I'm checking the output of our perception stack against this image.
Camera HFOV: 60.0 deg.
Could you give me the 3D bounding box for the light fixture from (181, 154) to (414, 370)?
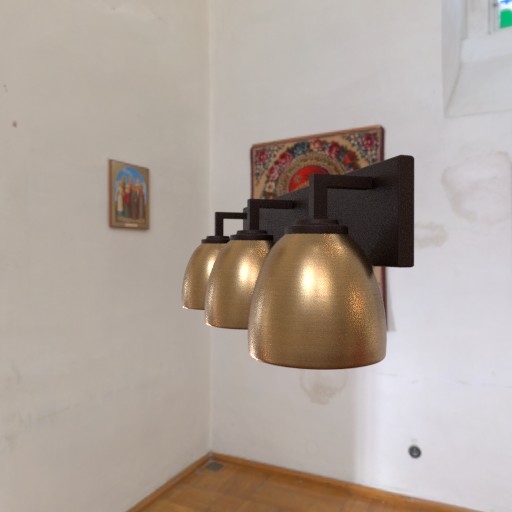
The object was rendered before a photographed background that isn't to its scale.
[{"bbox_3d":[0.000,0.000,0.678,0.157,0.204,0.582,0,0,-18],"label":"light fixture"}]
